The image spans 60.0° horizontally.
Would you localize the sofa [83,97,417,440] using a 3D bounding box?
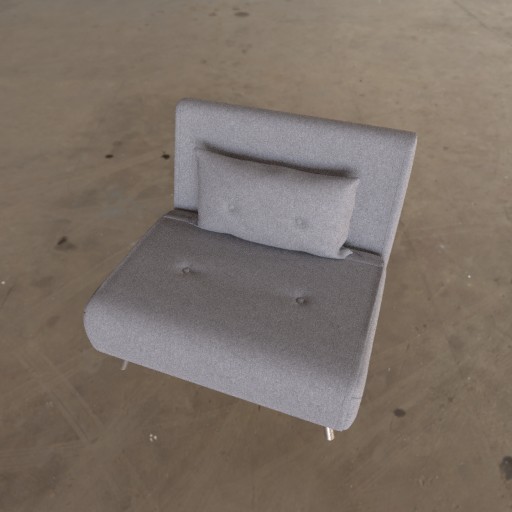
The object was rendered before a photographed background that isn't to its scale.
[{"bbox_3d":[0.000,0.000,1.768,1.020,0.825,1.000,14,44,15],"label":"sofa"}]
